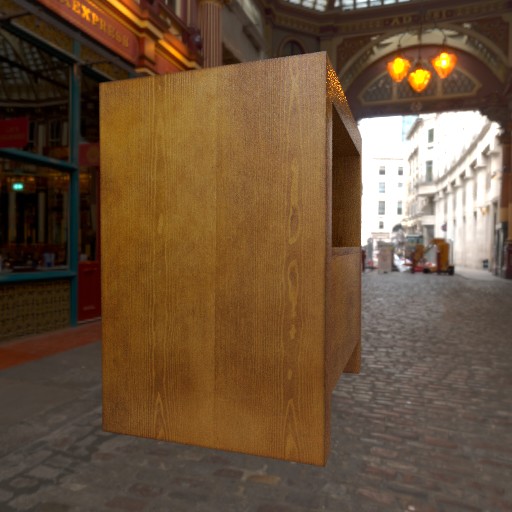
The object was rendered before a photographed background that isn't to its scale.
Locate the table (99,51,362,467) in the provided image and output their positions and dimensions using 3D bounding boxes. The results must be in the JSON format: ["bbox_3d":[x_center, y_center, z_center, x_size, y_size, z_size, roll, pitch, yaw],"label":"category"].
[{"bbox_3d":[0.000,0.000,0.969,0.400,0.605,0.550,0,2,19],"label":"table"}]
